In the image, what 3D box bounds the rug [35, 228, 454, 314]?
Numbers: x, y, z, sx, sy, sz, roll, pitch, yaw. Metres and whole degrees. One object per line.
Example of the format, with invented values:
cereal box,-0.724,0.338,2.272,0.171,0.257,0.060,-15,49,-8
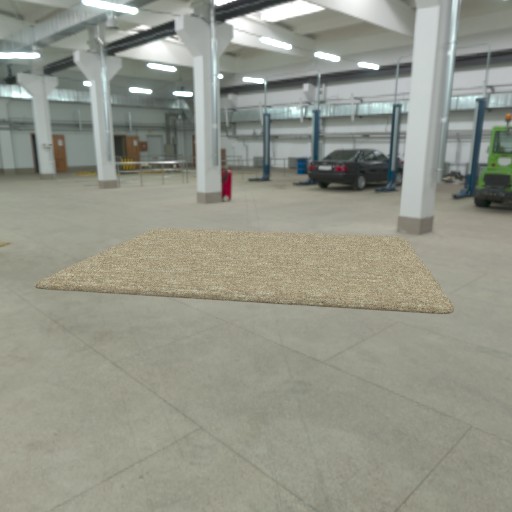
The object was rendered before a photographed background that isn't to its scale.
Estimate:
rug,0.000,0.000,3.930,2.873,0.050,2.242,3,14,10
